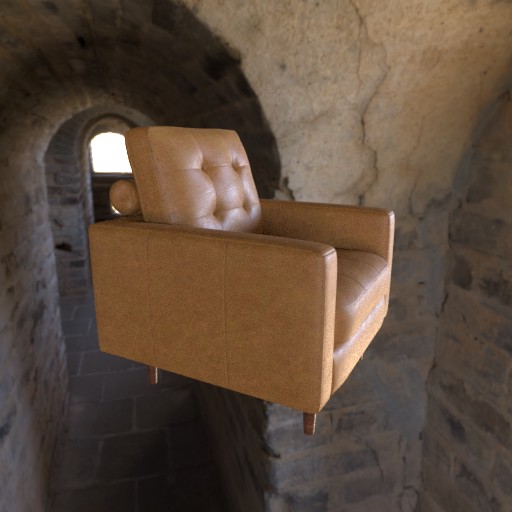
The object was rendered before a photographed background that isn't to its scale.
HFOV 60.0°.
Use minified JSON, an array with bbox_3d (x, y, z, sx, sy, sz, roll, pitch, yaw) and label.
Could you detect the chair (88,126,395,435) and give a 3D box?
[{"bbox_3d":[0.000,0.000,1.595,0.868,0.896,0.831,8,16,27],"label":"chair"}]
